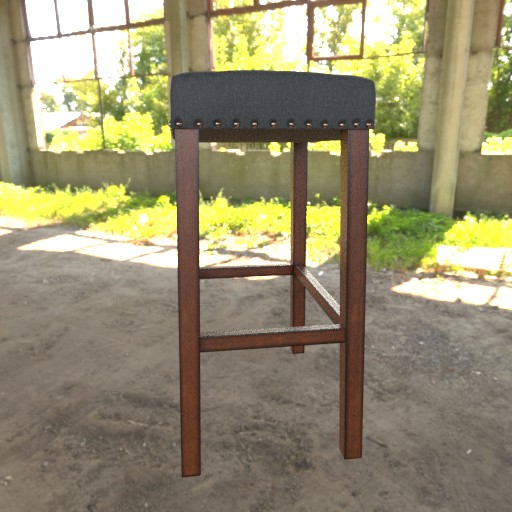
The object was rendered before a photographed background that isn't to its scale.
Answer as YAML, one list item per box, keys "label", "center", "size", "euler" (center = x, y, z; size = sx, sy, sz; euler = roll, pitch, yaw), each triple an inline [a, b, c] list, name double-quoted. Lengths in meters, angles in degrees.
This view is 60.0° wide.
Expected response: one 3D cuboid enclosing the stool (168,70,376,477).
- label: "stool"
  center: [0.000, 0.000, 1.030]
  size: [0.366, 0.748, 0.502]
  euler: [-2, 15, -8]
